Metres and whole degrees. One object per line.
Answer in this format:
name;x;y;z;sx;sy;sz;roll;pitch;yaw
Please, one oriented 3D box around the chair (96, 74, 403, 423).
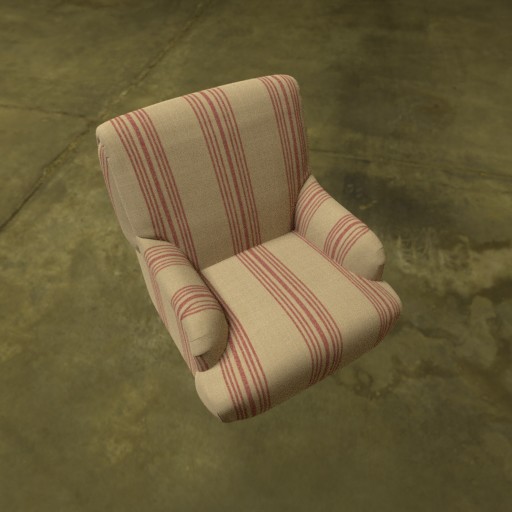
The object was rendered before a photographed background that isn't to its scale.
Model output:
chair;0.000;0.000;1.913;0.933;1.123;1.058;-23;51;-21
